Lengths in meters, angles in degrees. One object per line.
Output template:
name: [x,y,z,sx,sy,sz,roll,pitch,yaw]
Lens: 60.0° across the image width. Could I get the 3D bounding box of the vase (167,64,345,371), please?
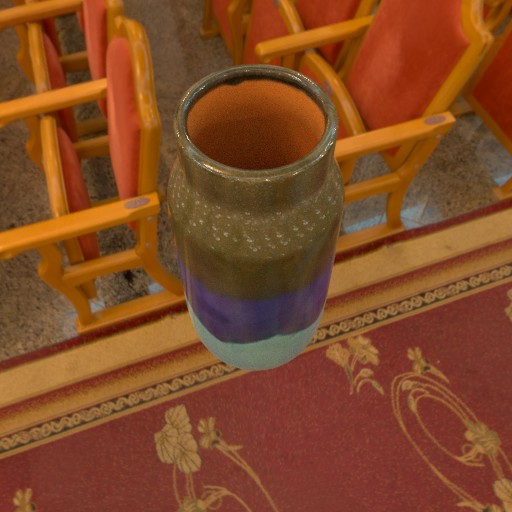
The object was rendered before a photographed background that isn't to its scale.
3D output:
vase: [0.000,0.000,0.381,0.139,0.313,0.139,0,60,0]
